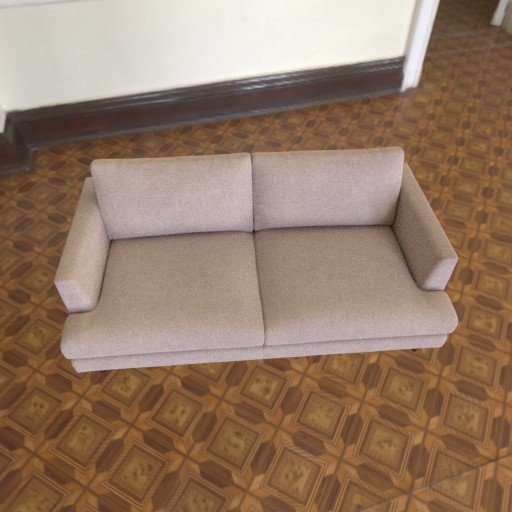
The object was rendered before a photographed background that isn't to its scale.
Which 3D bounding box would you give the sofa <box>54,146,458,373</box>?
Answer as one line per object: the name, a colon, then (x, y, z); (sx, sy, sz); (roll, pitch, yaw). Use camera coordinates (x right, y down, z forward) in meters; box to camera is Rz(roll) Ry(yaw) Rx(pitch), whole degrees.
sofa: (0.000, 0.000, 2.465); (1.948, 0.868, 1.020); (-3, 46, -3)
